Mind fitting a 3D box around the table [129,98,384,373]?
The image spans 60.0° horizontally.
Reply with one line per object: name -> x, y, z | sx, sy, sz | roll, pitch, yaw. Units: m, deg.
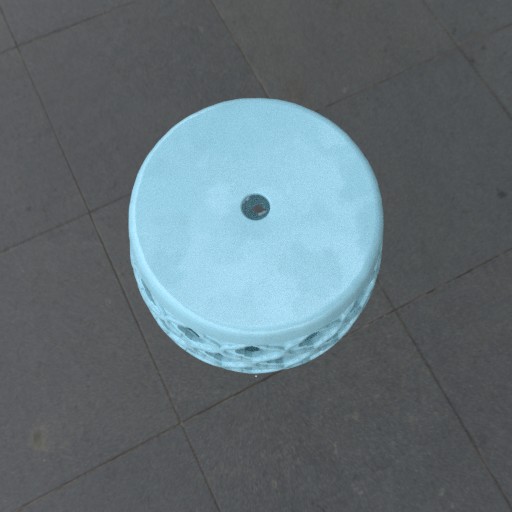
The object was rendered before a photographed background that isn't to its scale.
table -> 0.000, 0.000, 0.636 | 0.325, 0.388, 0.325 | 0, 75, 0
